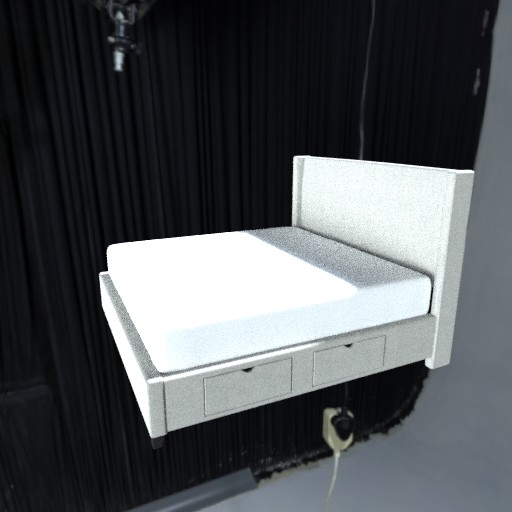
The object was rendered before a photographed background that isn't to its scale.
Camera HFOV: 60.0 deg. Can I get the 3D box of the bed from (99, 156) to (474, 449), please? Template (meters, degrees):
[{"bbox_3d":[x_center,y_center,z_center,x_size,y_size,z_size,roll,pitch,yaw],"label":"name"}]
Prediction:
[{"bbox_3d":[0.000,0.000,3.654,2.280,1.470,2.140,-7,17,-24],"label":"bed"}]
